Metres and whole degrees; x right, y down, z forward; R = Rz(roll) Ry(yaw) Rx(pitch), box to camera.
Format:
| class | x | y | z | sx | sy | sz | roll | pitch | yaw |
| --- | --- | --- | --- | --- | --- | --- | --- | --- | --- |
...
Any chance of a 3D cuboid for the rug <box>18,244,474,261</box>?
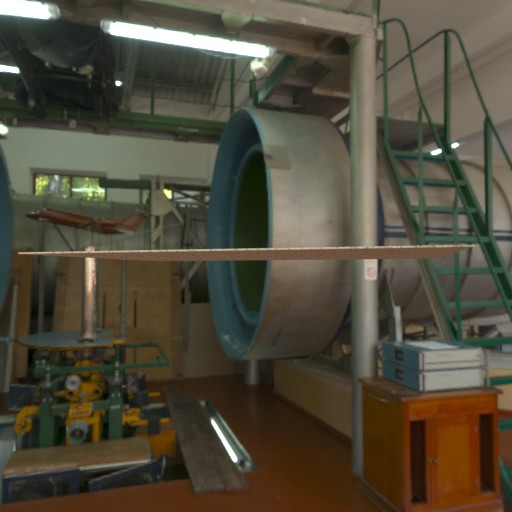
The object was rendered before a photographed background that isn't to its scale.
| class | x | y | z | sx | sy | sz | roll | pitch | yaw |
| --- | --- | --- | --- | --- | --- | --- | --- | --- | --- |
| rug | 0.000 | 0.000 | 2.255 | 1.827 | 0.007 | 1.211 | -1 | -2 | 17 |
